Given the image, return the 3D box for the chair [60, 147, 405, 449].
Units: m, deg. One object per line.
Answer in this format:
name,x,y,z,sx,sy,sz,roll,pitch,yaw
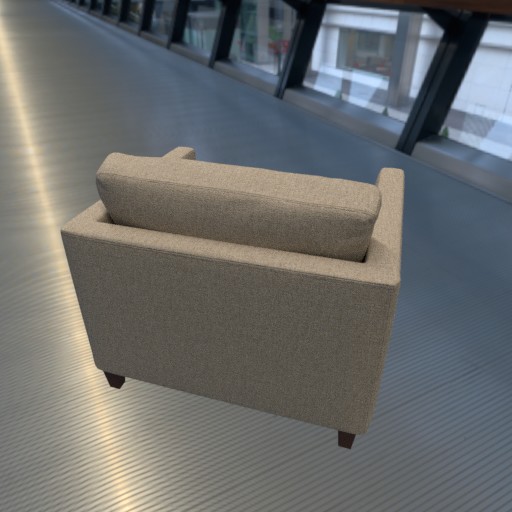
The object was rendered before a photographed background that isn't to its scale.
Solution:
chair,0.000,0.000,1.839,1.107,0.961,0.959,9,33,14
